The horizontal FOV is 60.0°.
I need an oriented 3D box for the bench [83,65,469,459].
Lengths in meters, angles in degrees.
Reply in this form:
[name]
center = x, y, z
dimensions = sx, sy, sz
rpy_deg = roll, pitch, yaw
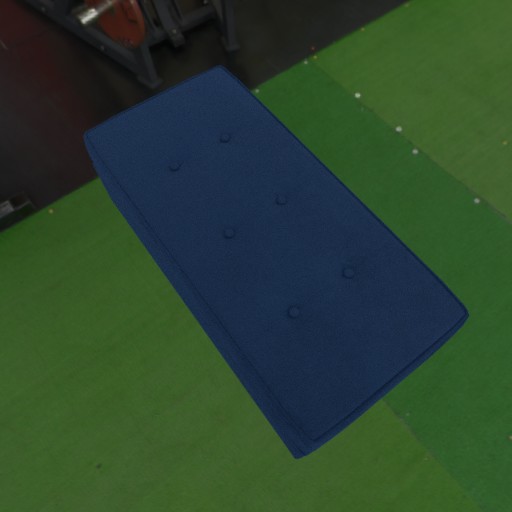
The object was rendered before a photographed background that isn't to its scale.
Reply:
[bench]
center = 0.000, 0.000, 1.297
dimensions = 0.489, 0.467, 1.010
rpy_deg = -33, 68, -16
